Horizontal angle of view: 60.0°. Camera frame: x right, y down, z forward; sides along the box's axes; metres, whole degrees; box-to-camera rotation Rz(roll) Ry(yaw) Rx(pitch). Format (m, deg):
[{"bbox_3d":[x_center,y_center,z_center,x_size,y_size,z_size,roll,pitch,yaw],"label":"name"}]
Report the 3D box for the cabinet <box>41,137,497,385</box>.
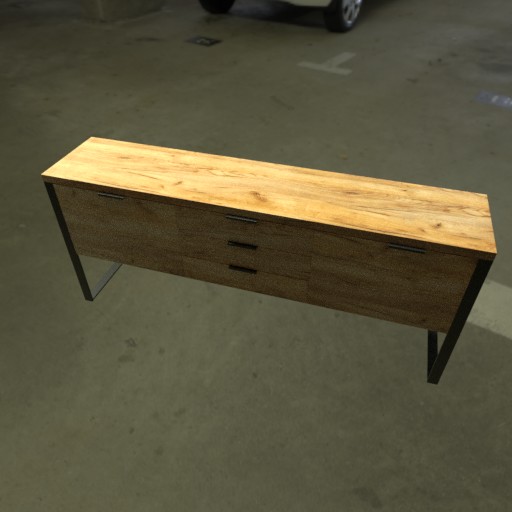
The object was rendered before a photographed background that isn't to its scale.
[{"bbox_3d":[0.000,0.000,2.065,1.800,0.762,0.395,11,41,13],"label":"cabinet"}]
